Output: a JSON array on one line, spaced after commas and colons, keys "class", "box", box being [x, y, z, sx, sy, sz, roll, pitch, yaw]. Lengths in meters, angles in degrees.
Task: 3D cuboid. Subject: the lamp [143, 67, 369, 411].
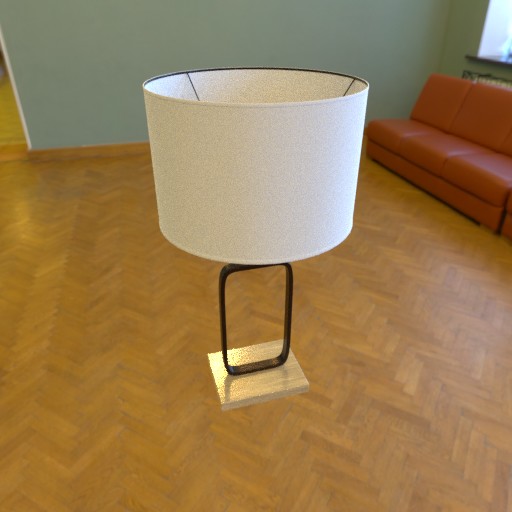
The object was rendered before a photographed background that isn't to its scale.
[{"class": "lamp", "box": [0.000, 0.000, 0.685, 0.279, 0.508, 0.279, -8, 31, -14]}]
